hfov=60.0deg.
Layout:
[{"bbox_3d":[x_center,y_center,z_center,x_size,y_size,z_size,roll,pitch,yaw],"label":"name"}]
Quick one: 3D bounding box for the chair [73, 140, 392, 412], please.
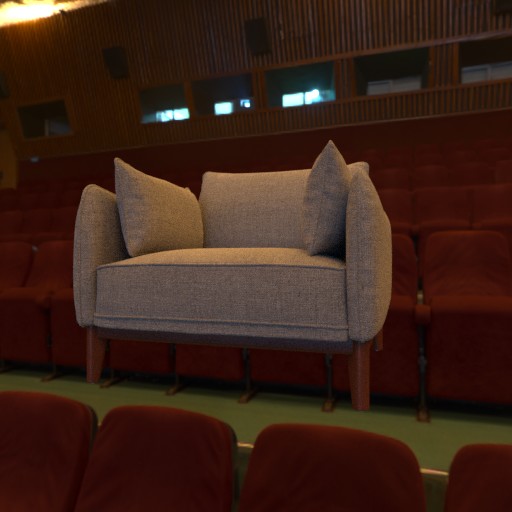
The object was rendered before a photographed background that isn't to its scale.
[{"bbox_3d":[0.000,0.000,1.712,0.993,0.839,0.976,0,-1,18],"label":"chair"}]
